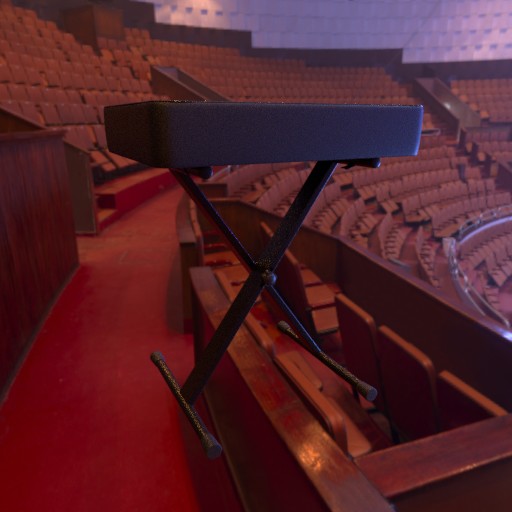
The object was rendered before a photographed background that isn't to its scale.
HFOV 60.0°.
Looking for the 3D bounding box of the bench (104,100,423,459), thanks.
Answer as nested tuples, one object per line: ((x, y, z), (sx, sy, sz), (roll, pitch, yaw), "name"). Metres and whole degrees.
((0.000, 0.000, 0.781), (0.424, 0.500, 0.321), (-9, 19, -26), "bench")
